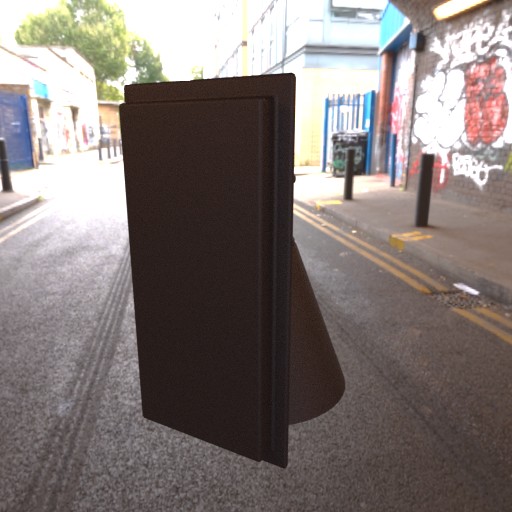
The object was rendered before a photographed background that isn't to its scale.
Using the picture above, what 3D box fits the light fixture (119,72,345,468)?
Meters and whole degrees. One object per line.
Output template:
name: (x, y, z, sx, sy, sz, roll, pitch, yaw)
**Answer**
light fixture: (0.000, 0.000, 0.422, 0.170, 0.298, 0.207, 8, 17, 28)
